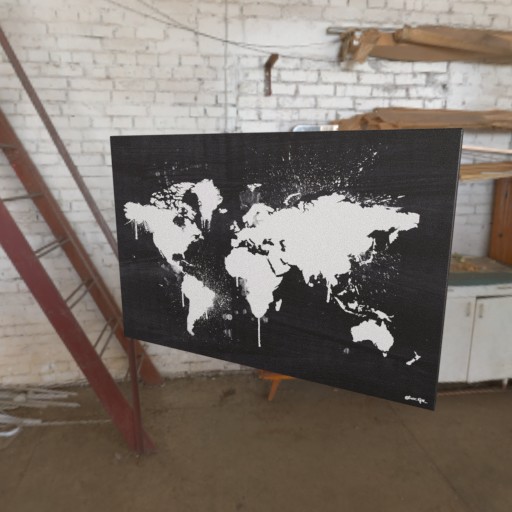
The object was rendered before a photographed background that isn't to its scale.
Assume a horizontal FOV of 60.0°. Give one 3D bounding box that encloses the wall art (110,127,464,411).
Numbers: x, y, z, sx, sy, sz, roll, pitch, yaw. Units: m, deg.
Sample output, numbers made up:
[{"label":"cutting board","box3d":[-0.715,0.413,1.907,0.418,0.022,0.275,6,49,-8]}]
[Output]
[{"label":"wall art","box3d":[0.000,0.000,1.138,0.912,0.612,0.038,7,15,26]}]
